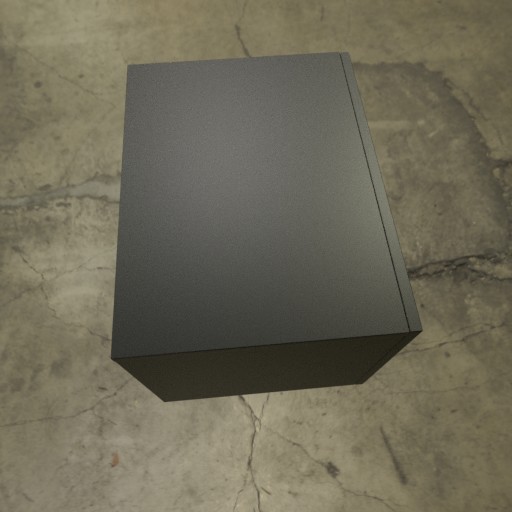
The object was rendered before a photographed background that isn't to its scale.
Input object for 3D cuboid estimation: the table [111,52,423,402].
[{"bbox_3d":[0.000,0.000,0.988,0.441,0.584,0.564,-5,63,-2],"label":"table"}]
